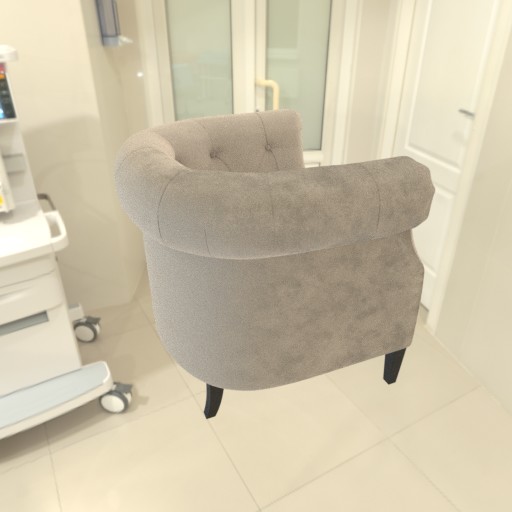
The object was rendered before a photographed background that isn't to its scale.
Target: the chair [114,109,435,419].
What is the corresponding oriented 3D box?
[{"bbox_3d":[0.000,0.000,1.536,0.851,0.826,0.904,-11,31,-20],"label":"chair"}]
